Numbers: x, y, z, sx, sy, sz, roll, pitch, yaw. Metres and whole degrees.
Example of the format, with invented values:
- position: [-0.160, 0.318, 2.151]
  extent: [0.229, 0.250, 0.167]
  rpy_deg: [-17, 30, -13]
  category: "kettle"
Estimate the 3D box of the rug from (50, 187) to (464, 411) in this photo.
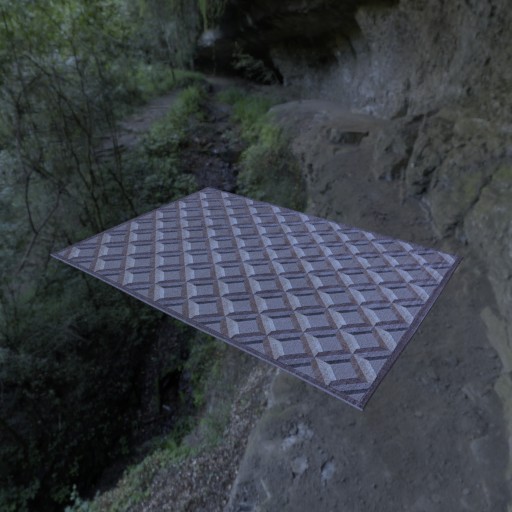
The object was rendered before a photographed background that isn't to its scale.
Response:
- position: [0.000, 0.000, 2.960]
  extent: [2.260, 0.013, 1.600]
  rpy_deg: [20, 35, 31]
  category: "rug"
